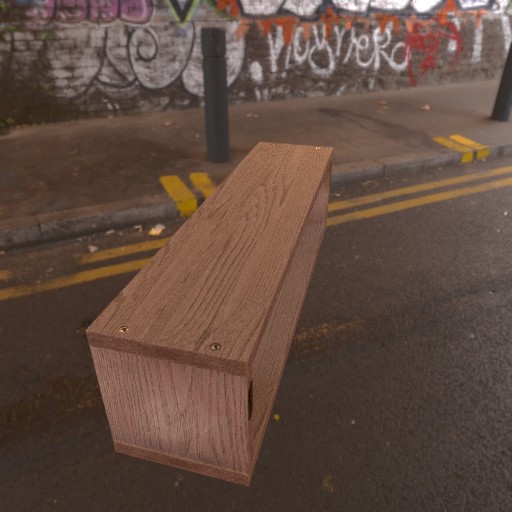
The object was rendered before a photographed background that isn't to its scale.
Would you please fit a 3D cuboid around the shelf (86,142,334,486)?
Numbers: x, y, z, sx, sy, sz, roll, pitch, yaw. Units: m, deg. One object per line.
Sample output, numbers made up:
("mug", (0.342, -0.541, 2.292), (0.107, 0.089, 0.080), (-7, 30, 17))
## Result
("shelf", (0.000, 0.000, 0.675), (0.150, 0.170, 0.610), (8, 31, 13))
